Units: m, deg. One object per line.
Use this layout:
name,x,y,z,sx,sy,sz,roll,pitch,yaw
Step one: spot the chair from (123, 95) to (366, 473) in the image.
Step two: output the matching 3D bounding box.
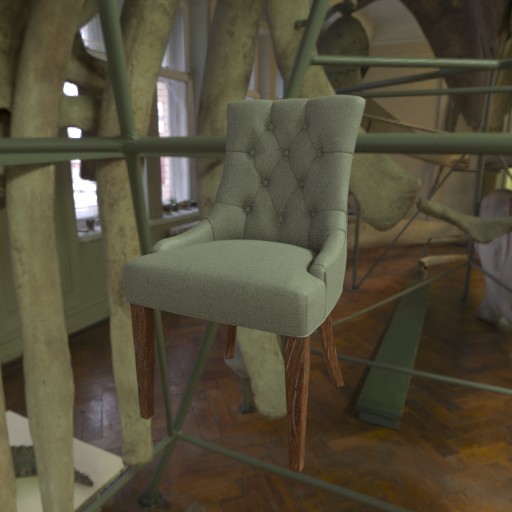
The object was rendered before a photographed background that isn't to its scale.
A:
chair,0.000,0.000,1.231,0.509,0.874,0.565,7,16,26
